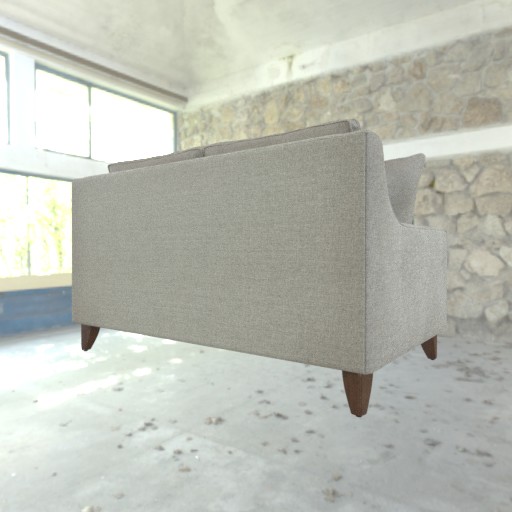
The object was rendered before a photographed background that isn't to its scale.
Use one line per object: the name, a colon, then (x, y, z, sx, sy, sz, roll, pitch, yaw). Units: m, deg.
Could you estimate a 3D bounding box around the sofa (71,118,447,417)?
sofa: (0.000, 0.000, 1.938, 1.422, 0.863, 0.915, 1, 1, 37)
